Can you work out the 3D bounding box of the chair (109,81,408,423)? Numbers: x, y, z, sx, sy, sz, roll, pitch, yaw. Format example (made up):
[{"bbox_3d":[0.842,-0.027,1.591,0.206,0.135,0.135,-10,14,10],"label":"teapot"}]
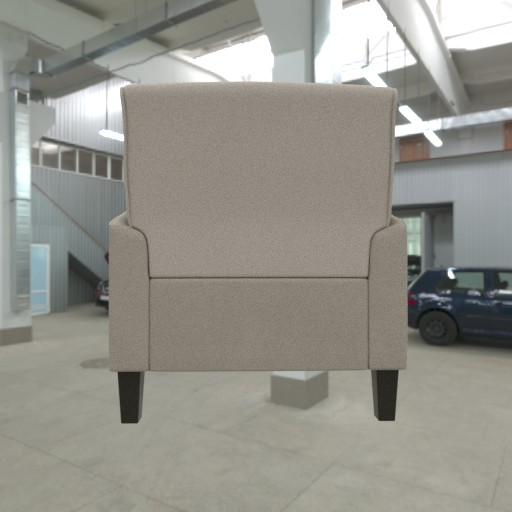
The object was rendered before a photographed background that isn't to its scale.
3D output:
[{"bbox_3d":[0.000,0.000,1.547,0.820,0.915,0.820,0,0,-1],"label":"chair"}]
